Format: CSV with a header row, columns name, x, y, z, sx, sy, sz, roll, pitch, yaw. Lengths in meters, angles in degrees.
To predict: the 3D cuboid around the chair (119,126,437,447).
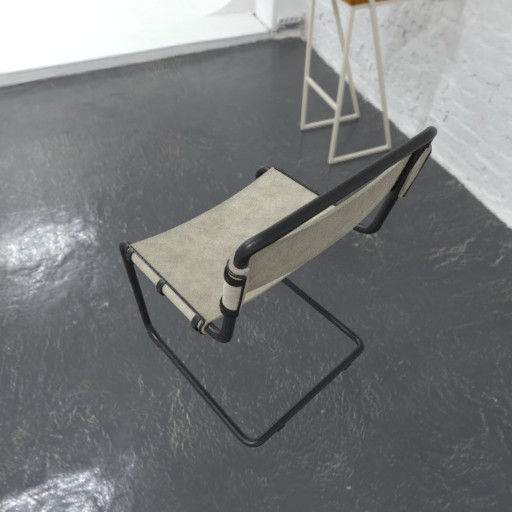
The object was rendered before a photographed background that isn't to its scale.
name,x,y,z,sx,sy,sz,roll,pitch,yaw
chair,0.000,0.000,1.073,0.499,0.747,0.497,-33,55,-27
